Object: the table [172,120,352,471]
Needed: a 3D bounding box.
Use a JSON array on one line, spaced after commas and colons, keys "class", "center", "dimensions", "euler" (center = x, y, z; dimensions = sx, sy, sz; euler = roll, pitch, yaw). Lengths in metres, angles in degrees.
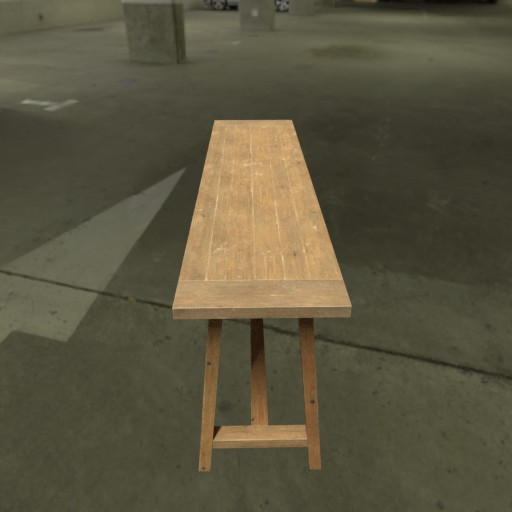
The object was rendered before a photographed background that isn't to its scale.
[{"class": "table", "center": [0.000, 0.000, 2.124], "dimensions": [0.465, 0.810, 1.800], "euler": [-1, 32, -1]}]
